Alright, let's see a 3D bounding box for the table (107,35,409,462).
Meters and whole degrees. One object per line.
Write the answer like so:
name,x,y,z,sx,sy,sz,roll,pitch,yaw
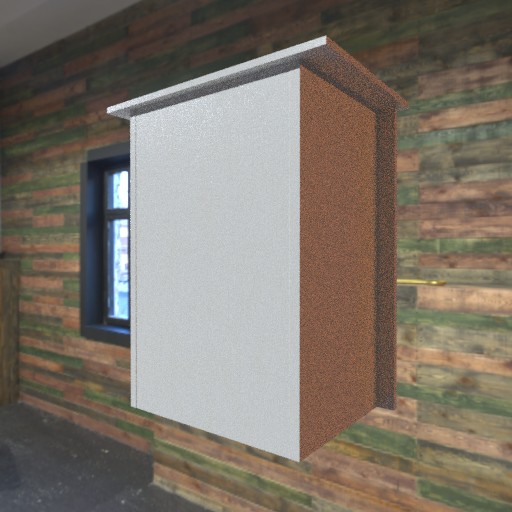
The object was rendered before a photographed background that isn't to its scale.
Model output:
table,0.000,0.000,1.052,0.589,0.711,0.406,0,1,37
